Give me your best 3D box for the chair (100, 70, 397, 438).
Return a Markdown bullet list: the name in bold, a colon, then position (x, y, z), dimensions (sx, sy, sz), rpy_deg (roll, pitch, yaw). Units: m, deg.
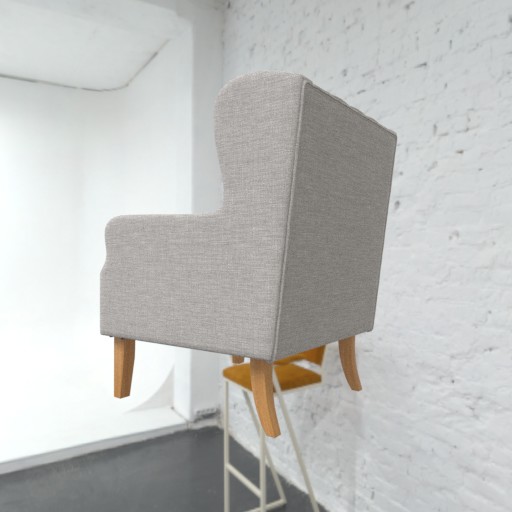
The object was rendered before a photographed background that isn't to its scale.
- **chair**: position (0.000, 0.000, 1.504), dimensions (0.760, 0.930, 0.710), rpy_deg (0, 0, 38)
